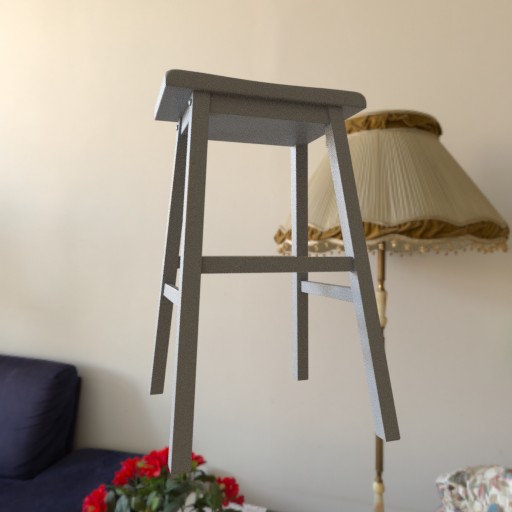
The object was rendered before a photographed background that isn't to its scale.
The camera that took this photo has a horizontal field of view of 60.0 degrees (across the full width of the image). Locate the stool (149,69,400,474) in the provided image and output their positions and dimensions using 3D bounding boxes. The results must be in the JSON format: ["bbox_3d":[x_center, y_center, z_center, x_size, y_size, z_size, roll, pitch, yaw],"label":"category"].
[{"bbox_3d":[0.000,0.000,1.044,0.457,0.737,0.476,0,0,-18],"label":"stool"}]
